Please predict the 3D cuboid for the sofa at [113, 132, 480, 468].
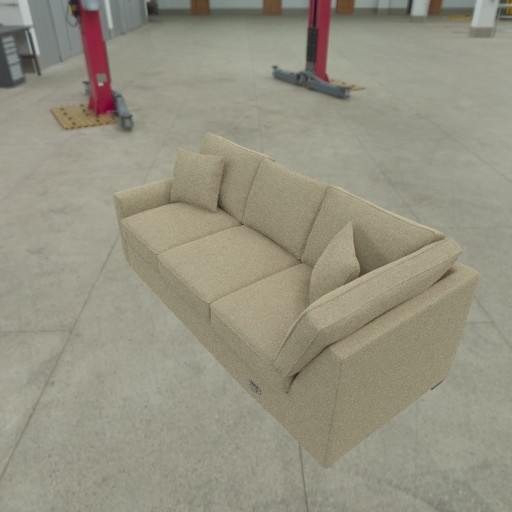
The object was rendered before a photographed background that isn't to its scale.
[{"bbox_3d":[0.000,0.000,2.829,1.061,0.962,2.317,-22,38,-31],"label":"sofa"}]
